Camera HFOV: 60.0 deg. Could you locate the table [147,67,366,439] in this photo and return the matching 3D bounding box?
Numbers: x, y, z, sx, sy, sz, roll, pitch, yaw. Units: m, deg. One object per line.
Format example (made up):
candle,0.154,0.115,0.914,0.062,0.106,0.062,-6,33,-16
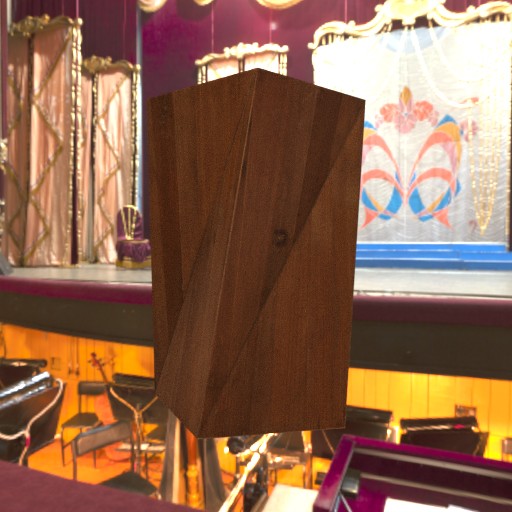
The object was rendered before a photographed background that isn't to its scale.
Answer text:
table,0.000,0.000,0.923,0.441,0.604,0.425,0,1,19
